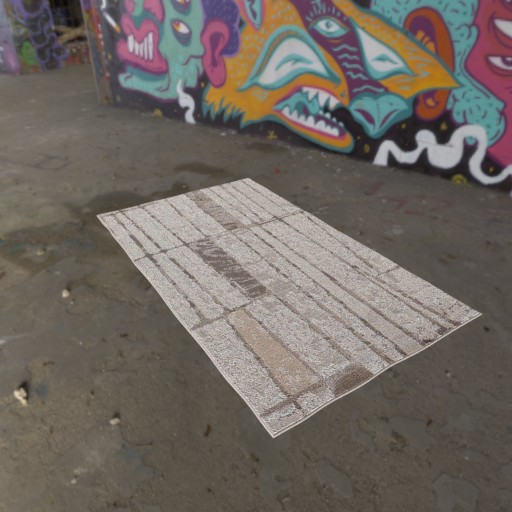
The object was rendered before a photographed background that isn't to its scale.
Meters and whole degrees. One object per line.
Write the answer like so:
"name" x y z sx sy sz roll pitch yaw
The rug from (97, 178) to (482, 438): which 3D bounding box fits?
"rug" 0.000 0.000 1.073 0.515 0.007 0.867 -19 37 -28
